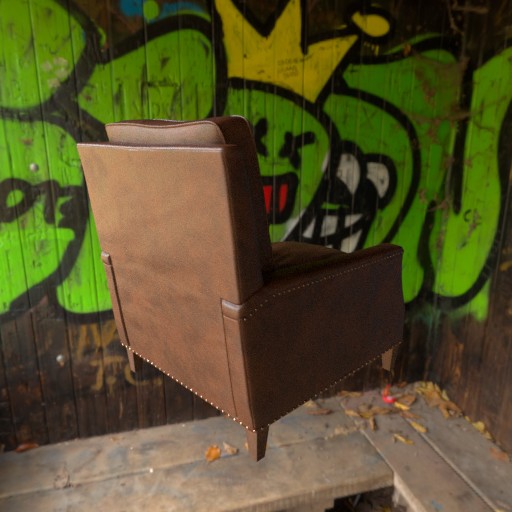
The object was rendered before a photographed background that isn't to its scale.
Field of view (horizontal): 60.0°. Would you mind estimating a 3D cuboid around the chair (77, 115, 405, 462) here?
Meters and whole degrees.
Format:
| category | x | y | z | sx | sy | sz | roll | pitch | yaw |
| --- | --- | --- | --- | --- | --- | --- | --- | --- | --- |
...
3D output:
| category | x | y | z | sx | sy | sz | roll | pitch | yaw |
| --- | --- | --- | --- | --- | --- | --- | --- | --- | --- |
| chair | 0.000 | 0.000 | 1.799 | 1.035 | 1.054 | 0.854 | -14 | 21 | -42 |
